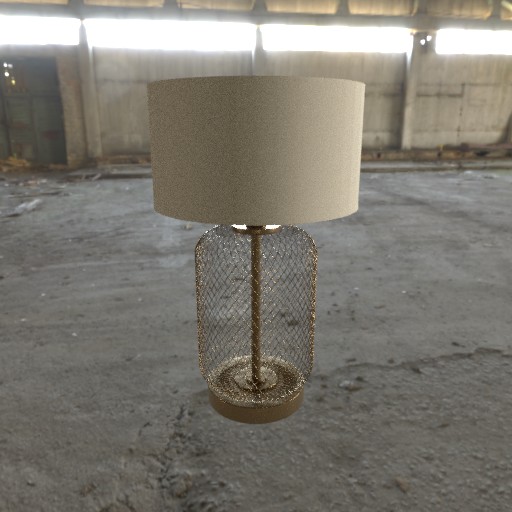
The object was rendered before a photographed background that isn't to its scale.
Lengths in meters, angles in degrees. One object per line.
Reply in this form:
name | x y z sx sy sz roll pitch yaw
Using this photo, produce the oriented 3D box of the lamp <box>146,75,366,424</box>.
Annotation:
lamp | 0.000 0.000 0.810 0.353 0.578 0.353 0 16 0
